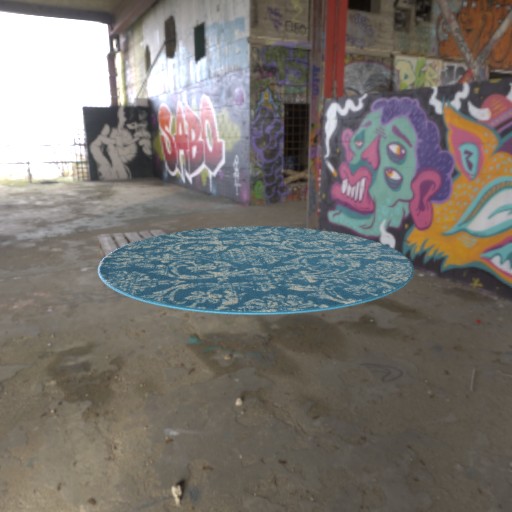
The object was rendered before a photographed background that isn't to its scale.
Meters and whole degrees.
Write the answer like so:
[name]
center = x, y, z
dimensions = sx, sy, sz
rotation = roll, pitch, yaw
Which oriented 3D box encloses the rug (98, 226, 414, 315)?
[rug]
center = 0.000, 0.000, 2.360
dimensions = 1.593, 0.012, 1.593
rotation = 0, 15, 0
